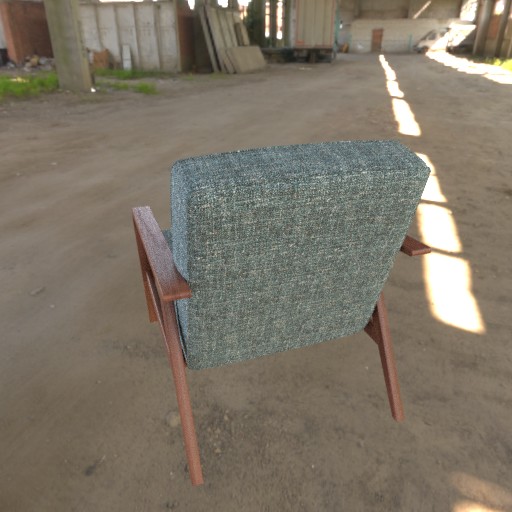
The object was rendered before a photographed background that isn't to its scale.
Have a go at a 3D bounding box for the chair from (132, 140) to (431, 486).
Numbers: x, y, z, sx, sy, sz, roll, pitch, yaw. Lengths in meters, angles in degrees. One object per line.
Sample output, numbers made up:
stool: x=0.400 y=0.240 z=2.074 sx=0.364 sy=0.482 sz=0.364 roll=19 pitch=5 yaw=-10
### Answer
chair: x=0.000 y=0.000 z=1.481 sx=0.719 sy=0.864 sz=0.889 roll=-9 pitch=28 yaw=-18
